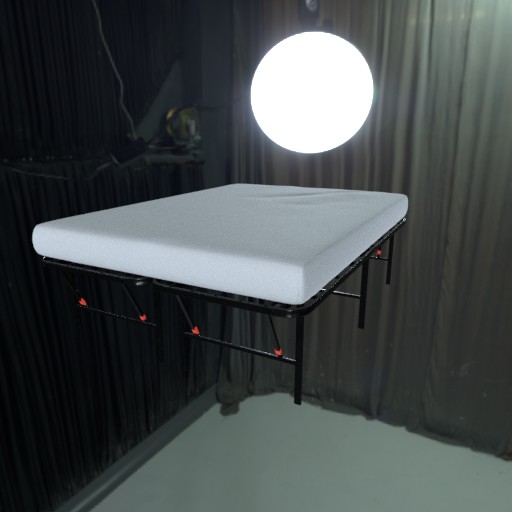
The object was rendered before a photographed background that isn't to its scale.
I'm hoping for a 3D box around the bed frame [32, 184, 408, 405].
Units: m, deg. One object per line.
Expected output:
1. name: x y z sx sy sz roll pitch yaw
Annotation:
1. bed frame: 0.000 0.000 2.606 1.372 0.637 1.905 8 18 27
